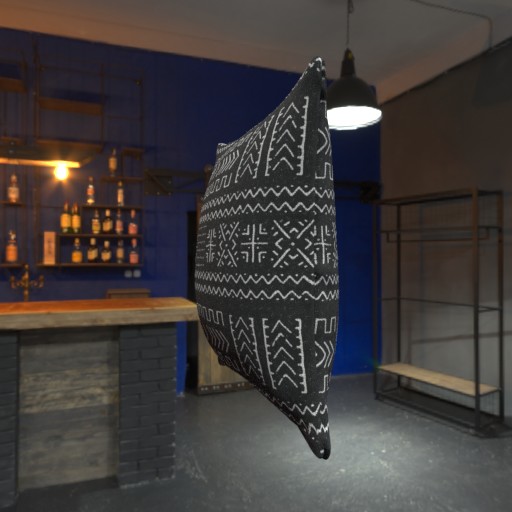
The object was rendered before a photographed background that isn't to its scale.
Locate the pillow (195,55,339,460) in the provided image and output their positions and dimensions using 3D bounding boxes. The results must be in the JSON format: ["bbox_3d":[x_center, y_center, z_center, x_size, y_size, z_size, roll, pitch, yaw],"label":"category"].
[{"bbox_3d":[0.000,0.000,0.660,0.164,0.430,0.438,0,1,-19],"label":"pillow"}]
